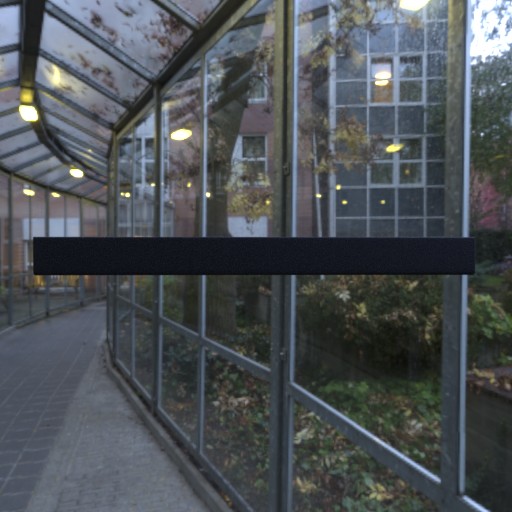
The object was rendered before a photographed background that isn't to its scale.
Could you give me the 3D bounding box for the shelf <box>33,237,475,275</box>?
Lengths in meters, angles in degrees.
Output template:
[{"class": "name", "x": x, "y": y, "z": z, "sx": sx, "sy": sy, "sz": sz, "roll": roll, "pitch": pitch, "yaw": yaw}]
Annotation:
[{"class": "shelf", "x": 0.000, "y": 0.000, "z": 0.656, "sx": 0.605, "sy": 0.053, "sz": 0.102, "roll": 0, "pitch": 0, "yaw": -1}]
